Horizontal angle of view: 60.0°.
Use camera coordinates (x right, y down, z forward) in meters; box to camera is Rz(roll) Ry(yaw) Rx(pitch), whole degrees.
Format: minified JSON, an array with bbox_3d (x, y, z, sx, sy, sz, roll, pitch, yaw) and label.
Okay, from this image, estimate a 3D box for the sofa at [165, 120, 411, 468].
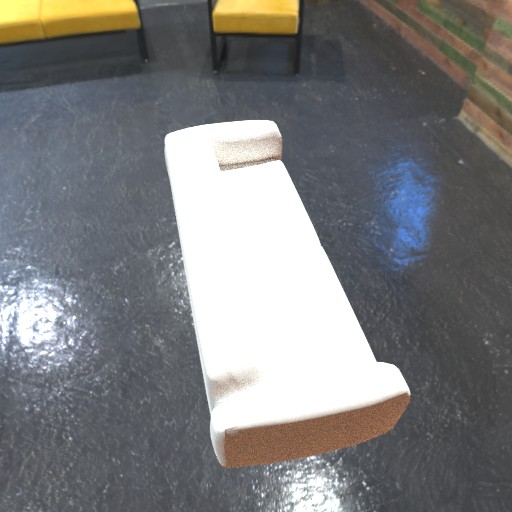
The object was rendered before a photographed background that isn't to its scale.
[{"bbox_3d":[0.000,0.000,2.652,0.870,0.780,2.280,-10,48,-9],"label":"sofa"}]
